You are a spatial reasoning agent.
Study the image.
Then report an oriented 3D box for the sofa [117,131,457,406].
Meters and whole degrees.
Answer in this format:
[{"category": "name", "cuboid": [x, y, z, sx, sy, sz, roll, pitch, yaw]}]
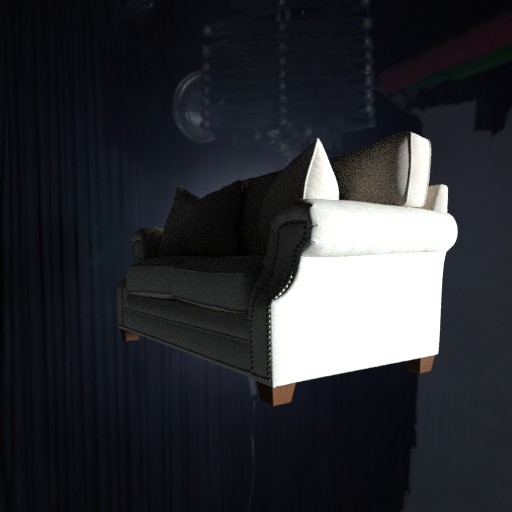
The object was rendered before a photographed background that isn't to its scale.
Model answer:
[{"category": "sofa", "cuboid": [0.000, 0.000, 2.251, 0.966, 0.966, 1.701, 1, -1, -34]}]
